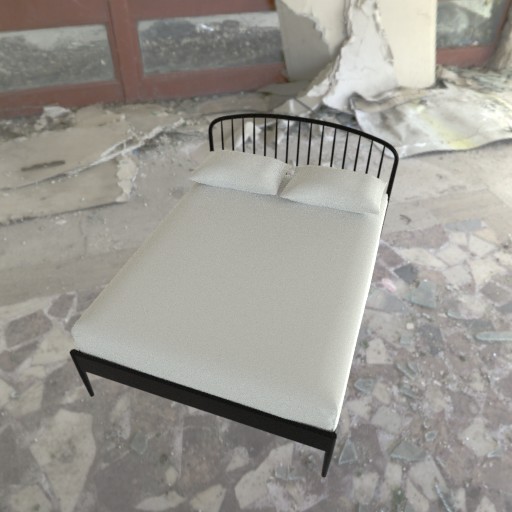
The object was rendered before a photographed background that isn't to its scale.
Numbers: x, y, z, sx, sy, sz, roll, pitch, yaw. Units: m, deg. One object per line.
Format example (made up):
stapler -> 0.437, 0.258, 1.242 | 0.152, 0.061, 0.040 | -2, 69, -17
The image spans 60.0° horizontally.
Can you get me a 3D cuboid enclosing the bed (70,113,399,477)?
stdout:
bed -> 0.000, 0.000, 3.128 | 1.618, 1.166, 2.159 | 13, 43, 14
